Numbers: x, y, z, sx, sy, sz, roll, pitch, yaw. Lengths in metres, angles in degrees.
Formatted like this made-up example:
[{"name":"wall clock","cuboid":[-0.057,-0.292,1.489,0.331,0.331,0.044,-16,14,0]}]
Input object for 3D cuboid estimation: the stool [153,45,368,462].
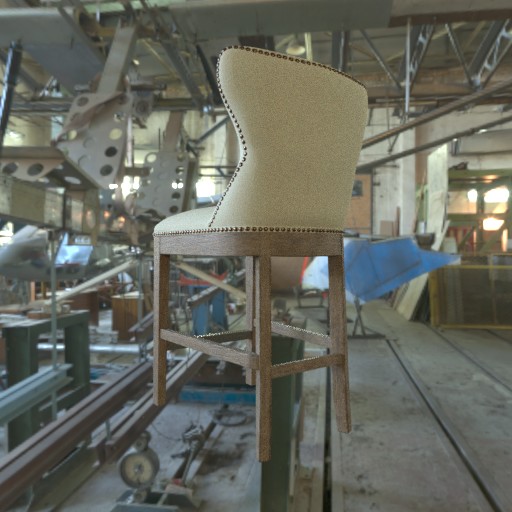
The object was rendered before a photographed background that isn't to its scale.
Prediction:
[{"name":"stool","cuboid":[0.000,0.000,1.328,0.498,0.981,0.608,-1,1,-36]}]
